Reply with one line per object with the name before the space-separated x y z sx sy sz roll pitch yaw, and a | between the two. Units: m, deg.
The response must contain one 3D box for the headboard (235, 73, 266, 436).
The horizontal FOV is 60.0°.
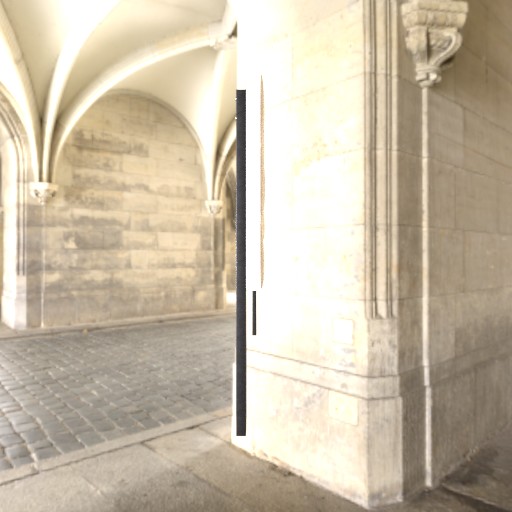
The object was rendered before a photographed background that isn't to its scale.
headboard | 0.000 0.000 2.872 0.120 1.410 2.362 0 0 1
